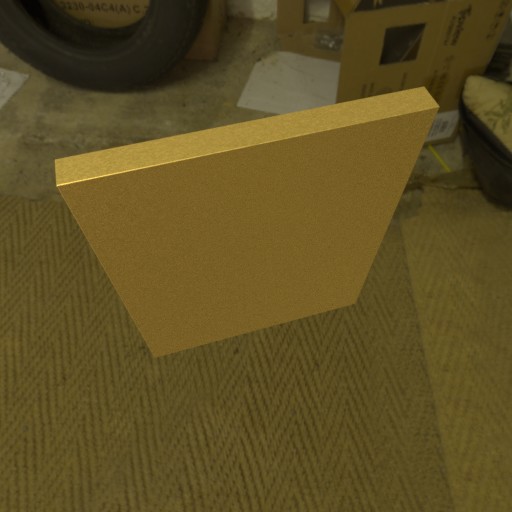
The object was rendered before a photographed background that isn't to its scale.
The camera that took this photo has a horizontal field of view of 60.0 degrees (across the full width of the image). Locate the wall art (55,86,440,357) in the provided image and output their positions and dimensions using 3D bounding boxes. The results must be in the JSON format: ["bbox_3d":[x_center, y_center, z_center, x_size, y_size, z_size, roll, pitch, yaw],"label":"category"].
[{"bbox_3d":[0.000,0.000,0.881,0.537,0.642,0.048,-14,59,-9],"label":"wall art"}]
